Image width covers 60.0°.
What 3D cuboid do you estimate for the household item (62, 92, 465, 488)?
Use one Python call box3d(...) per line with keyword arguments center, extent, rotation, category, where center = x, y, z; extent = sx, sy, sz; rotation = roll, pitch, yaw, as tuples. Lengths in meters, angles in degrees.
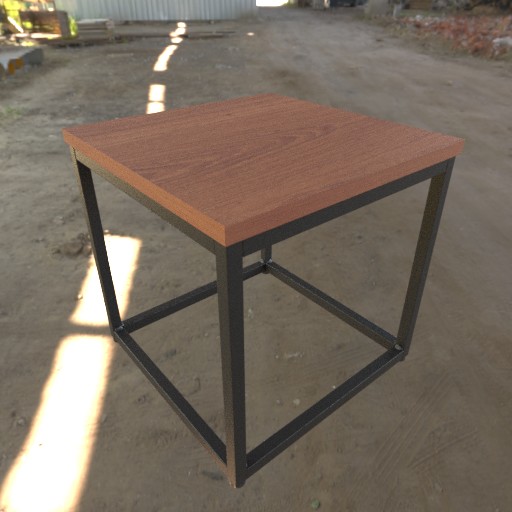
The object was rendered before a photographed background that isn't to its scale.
box3d(center=(0.000, 0.000, 0.723), extent=(0.400, 0.400, 0.400), rotation=(-23, 38, -33), category="household item")
